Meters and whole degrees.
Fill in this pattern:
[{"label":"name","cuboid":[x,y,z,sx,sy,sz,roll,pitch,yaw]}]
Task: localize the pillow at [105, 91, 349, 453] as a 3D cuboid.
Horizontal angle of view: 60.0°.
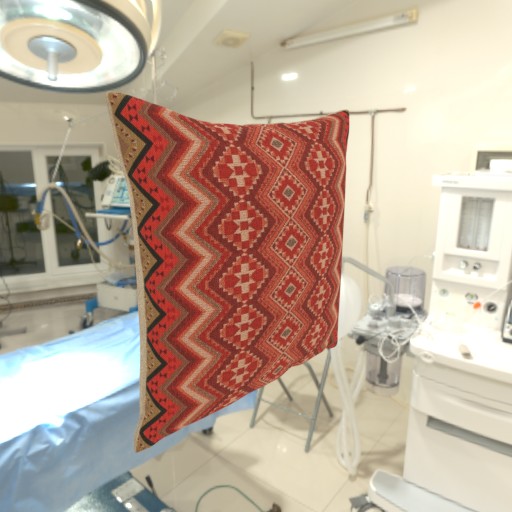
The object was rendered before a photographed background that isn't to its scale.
[{"label":"pillow","cuboid":[0.000,0.000,0.772,0.158,0.511,0.513,14,20,43]}]
